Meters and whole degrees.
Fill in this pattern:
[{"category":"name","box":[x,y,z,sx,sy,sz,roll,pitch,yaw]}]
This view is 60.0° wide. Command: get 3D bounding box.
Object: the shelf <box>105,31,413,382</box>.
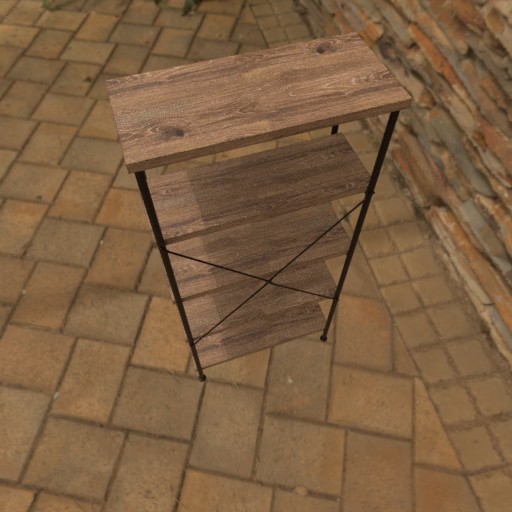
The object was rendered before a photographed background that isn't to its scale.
[{"category":"shelf","box":[0.000,0.000,1.963,0.800,1.700,0.360,-16,58,-10]}]
